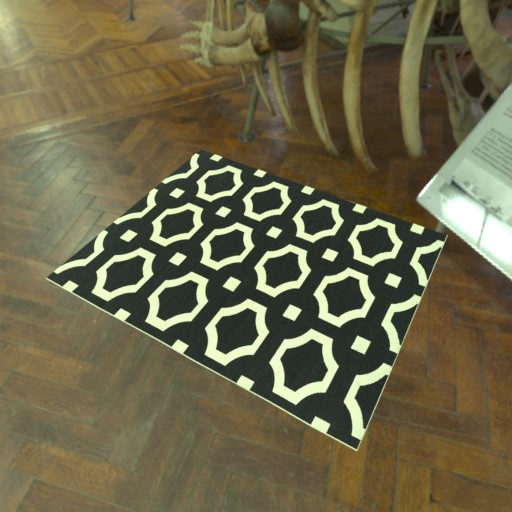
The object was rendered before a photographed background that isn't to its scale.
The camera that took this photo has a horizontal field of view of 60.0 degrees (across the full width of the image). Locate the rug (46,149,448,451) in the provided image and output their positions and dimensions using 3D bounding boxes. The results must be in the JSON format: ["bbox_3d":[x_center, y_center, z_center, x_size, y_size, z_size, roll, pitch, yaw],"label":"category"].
[{"bbox_3d":[0.000,0.000,4.278,3.049,0.021,2.466,23,51,20],"label":"rug"}]
